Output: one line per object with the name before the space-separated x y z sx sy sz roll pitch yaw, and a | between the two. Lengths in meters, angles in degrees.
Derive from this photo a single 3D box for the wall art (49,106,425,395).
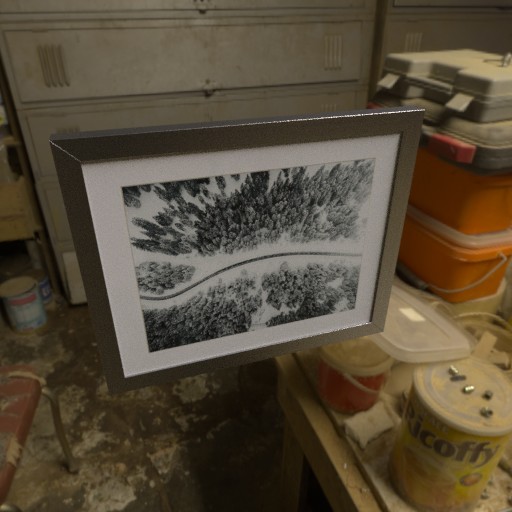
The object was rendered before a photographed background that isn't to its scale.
wall art | 0.000 0.000 0.760 0.557 0.456 0.032 -9 32 -16
